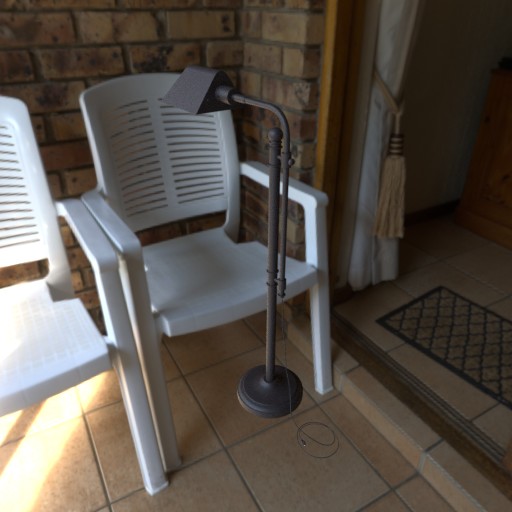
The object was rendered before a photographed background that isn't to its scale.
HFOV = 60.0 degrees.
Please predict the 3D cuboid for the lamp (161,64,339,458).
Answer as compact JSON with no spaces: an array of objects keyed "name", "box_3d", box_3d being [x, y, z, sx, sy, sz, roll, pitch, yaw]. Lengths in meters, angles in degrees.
[{"name":"lamp","box_3d":[0.000,0.000,0.941,0.159,0.708,0.545,-20,35,-30]}]
